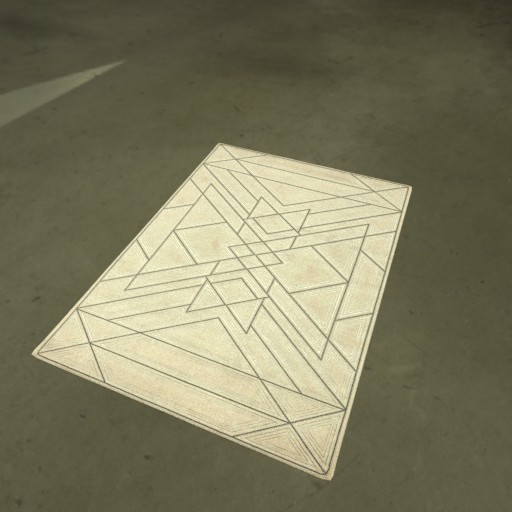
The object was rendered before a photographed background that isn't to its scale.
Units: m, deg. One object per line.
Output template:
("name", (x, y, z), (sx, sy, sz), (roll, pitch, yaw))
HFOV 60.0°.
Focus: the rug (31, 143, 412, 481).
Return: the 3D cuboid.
("rug", (0.000, 0.000, 4.239), (2.436, 0.026, 3.381), (16, 48, 16))
